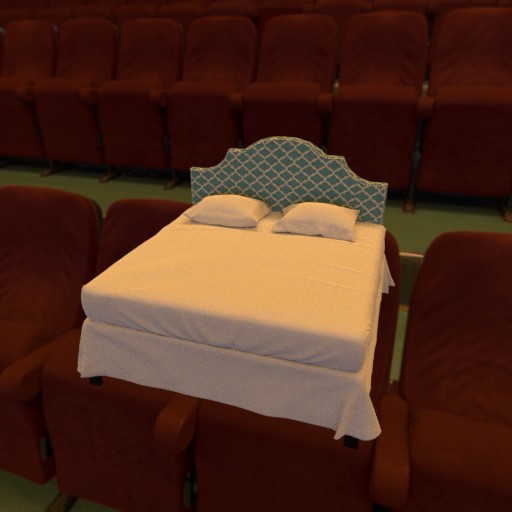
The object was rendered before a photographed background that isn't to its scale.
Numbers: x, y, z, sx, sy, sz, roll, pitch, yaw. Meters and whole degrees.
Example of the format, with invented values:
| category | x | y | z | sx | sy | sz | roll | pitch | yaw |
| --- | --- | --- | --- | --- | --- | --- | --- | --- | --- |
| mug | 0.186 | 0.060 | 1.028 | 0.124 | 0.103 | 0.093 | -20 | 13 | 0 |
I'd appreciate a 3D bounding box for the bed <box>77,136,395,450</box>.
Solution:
| category | x | y | z | sx | sy | sz | roll | pitch | yaw |
| --- | --- | --- | --- | --- | --- | --- | --- | --- | --- |
| bed | 0.000 | 0.000 | 3.670 | 2.314 | 1.601 | 2.222 | 8 | 27 | 16 |
